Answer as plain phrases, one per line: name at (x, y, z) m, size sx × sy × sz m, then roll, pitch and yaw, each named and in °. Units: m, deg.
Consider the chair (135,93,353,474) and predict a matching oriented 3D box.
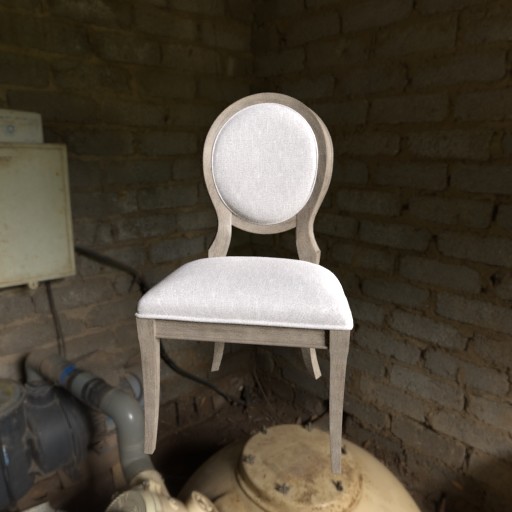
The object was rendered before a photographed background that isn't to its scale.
chair at (0.000, 0.000, 1.347) m, size 0.558 × 0.990 × 0.602 m, roll 2°, pitch 14°, yaw 8°
